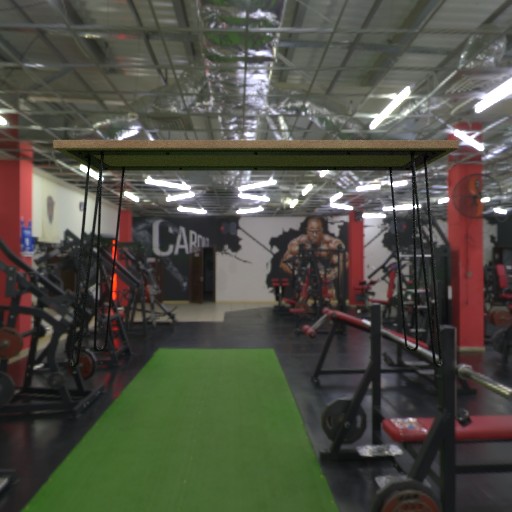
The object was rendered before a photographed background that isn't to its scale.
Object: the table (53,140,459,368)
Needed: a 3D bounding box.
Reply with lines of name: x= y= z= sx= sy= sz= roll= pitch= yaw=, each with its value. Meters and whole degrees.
table: x=0.000 y=0.000 z=1.727 sx=1.400 sy=0.799 sz=0.399 roll=0 pitch=0 yaw=0
